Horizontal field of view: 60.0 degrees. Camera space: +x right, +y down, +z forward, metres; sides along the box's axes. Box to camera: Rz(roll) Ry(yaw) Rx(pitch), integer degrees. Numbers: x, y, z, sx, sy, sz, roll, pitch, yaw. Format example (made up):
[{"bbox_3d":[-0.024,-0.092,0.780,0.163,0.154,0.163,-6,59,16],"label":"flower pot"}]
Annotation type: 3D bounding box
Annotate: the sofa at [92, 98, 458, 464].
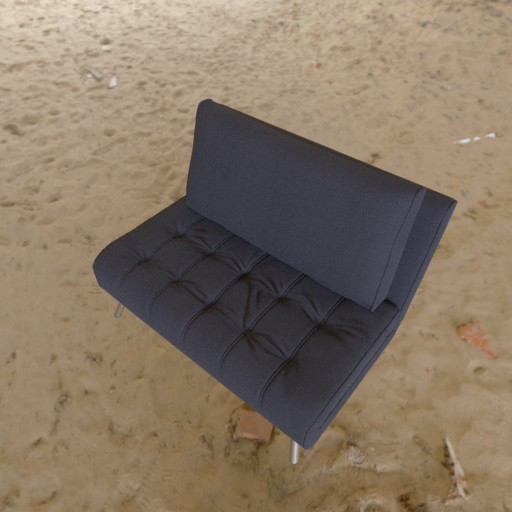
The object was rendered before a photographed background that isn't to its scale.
[{"bbox_3d":[0.000,0.000,1.897,1.220,0.910,0.910,31,53,27],"label":"sofa"}]
